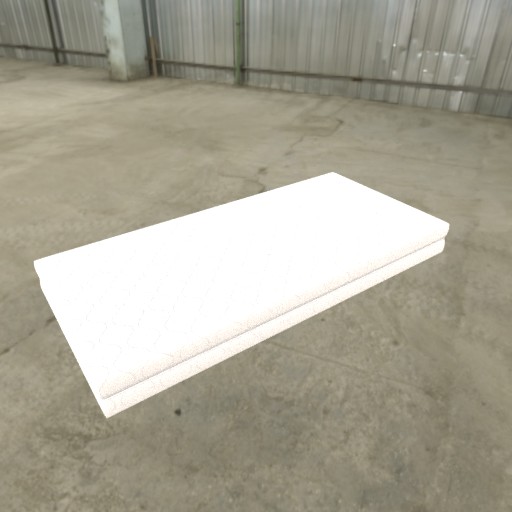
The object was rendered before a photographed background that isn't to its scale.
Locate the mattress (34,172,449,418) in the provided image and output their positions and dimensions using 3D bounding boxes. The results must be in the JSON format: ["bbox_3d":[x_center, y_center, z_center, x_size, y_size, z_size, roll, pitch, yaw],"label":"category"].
[{"bbox_3d":[0.000,0.000,2.249,1.900,0.200,0.900,-21,38,-29],"label":"mattress"}]
